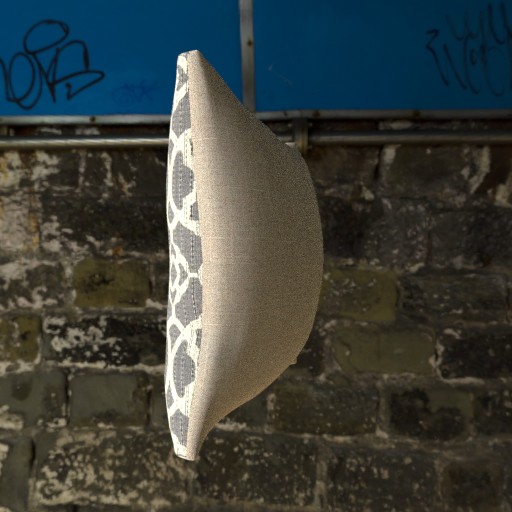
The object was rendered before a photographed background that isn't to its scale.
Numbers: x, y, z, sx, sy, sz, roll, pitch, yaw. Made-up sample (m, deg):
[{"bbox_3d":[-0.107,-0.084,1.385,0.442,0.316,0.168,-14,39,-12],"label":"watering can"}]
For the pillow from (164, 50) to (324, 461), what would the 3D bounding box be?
[{"bbox_3d":[0.000,0.000,0.768,0.215,0.498,0.508,0,1,19],"label":"pillow"}]
